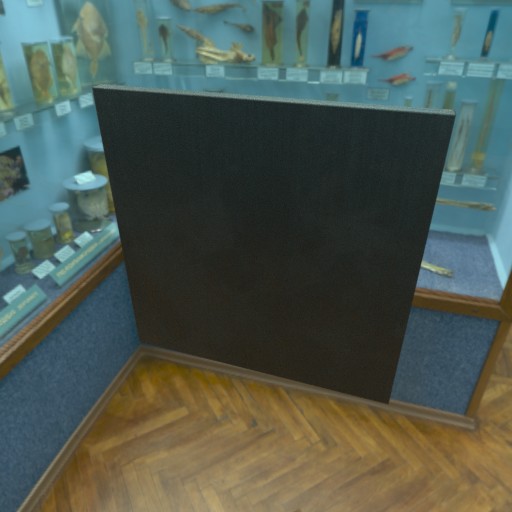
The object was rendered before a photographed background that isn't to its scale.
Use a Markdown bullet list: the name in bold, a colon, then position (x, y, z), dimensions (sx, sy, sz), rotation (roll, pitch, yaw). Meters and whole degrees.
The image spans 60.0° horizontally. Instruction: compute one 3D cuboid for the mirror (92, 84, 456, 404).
- **mirror**: position (0.000, 0.000, 0.552), dimensions (0.382, 0.381, 0.020), rotation (10, 33, 16)
